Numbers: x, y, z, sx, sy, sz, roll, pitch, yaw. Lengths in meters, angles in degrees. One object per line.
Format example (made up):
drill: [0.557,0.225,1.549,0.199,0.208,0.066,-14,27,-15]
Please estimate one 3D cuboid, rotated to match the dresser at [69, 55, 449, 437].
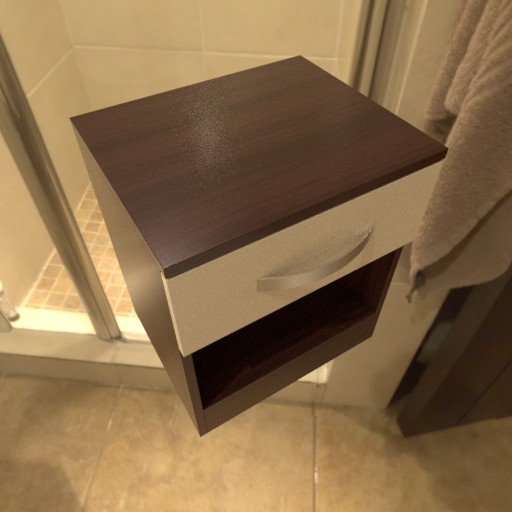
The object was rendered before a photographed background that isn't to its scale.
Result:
dresser: [0.000,0.000,0.766,0.400,0.470,0.360,-24,52,-21]
